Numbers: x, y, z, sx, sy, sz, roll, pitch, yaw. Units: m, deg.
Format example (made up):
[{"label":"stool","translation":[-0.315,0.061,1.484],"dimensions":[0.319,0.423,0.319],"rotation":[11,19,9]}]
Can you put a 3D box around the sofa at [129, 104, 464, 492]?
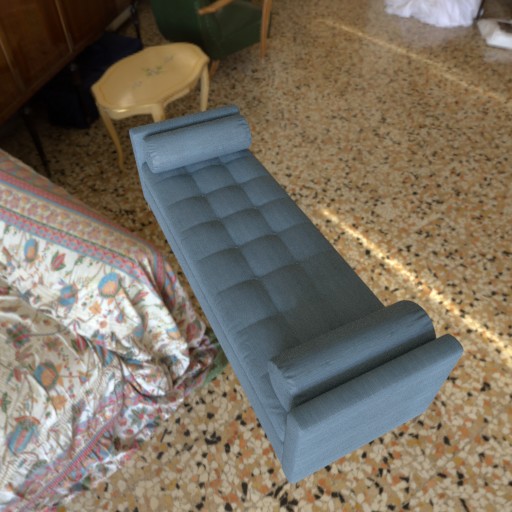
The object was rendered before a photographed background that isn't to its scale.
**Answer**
[{"label":"sofa","translation":[0.000,0.000,2.284],"dimensions":[0.686,0.635,1.981],"rotation":[-20,50,-18]}]
